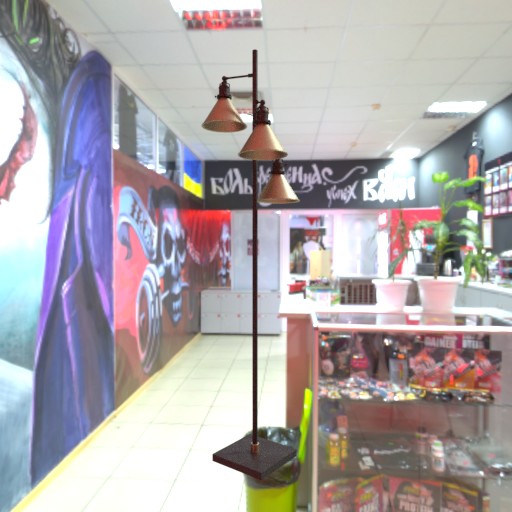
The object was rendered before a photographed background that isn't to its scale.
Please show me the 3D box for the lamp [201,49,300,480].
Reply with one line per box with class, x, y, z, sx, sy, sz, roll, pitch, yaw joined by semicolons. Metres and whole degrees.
lamp;0.000;0.000;1.889;0.428;1.716;0.415;1;1;37
